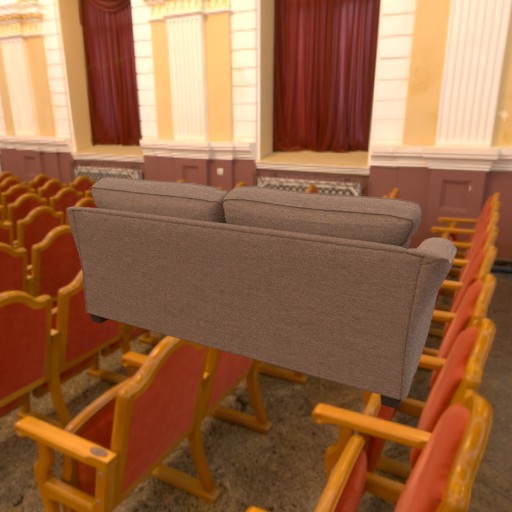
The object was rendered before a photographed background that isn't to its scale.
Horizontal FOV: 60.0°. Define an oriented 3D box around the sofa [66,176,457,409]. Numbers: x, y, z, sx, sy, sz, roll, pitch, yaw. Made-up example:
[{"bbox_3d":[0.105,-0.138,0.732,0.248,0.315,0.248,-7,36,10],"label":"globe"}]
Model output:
[{"bbox_3d":[0.000,0.000,2.782,2.270,0.965,0.980,9,19,27],"label":"sofa"}]
